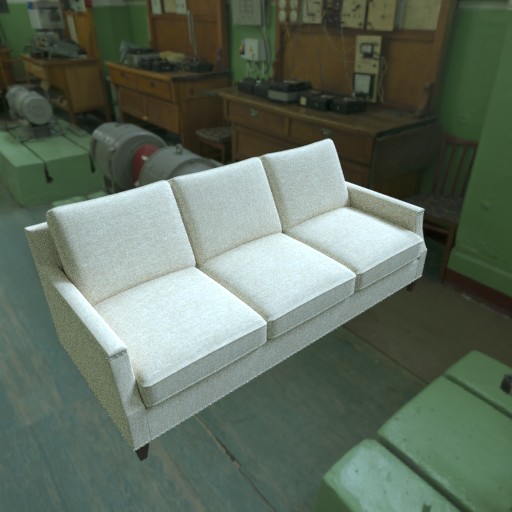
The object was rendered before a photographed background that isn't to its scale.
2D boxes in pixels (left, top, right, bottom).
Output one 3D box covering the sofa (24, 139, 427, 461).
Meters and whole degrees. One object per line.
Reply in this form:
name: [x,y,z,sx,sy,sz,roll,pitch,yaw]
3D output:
sofa: [0.000,0.000,2.681,2.210,0.940,1.041,-22,37,-34]
